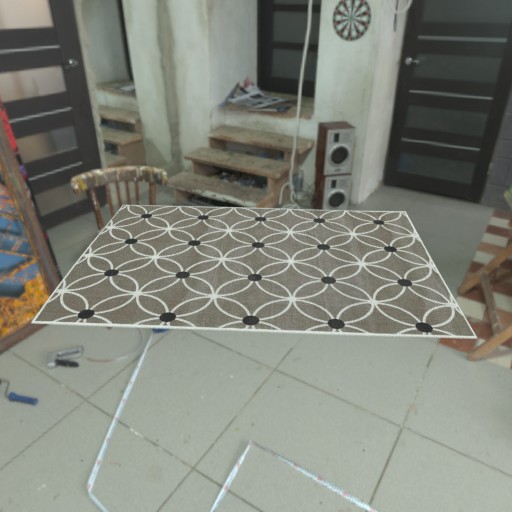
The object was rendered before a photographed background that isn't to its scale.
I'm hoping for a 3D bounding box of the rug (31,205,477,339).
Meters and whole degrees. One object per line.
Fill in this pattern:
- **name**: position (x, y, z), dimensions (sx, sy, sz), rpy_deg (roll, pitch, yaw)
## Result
- **rug**: position (0.000, 0.000, 2.904), dimensions (2.284, 0.008, 1.522), rpy_deg (2, 30, 3)
